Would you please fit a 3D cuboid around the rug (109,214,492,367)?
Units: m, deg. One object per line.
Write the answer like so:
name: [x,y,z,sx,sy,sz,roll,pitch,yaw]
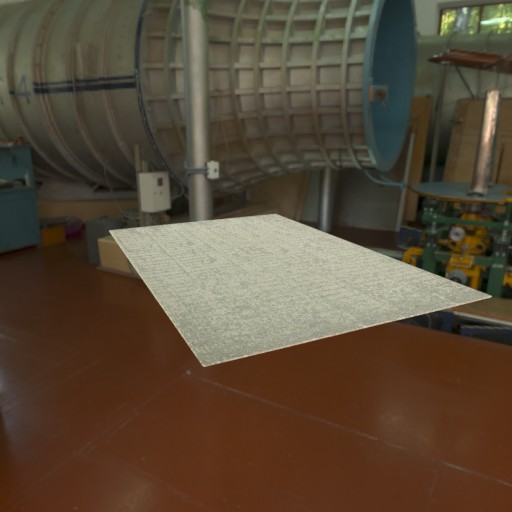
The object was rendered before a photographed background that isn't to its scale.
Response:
rug: [0.000,0.000,2.302,1.211,0.007,1.827,-8,19,-25]
